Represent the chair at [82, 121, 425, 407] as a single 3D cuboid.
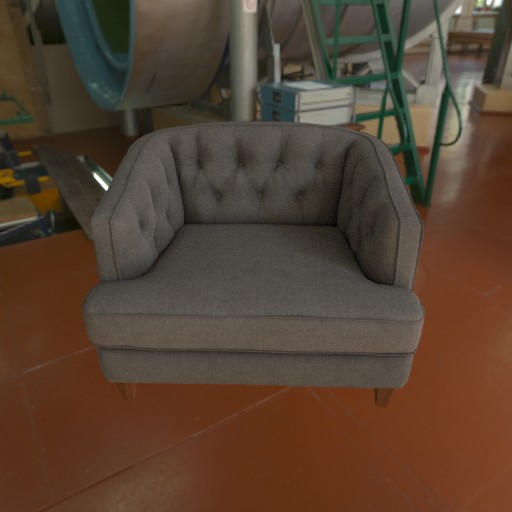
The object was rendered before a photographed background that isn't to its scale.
[{"bbox_3d":[0.000,0.000,1.769,1.104,0.852,0.941,1,30,2],"label":"chair"}]
